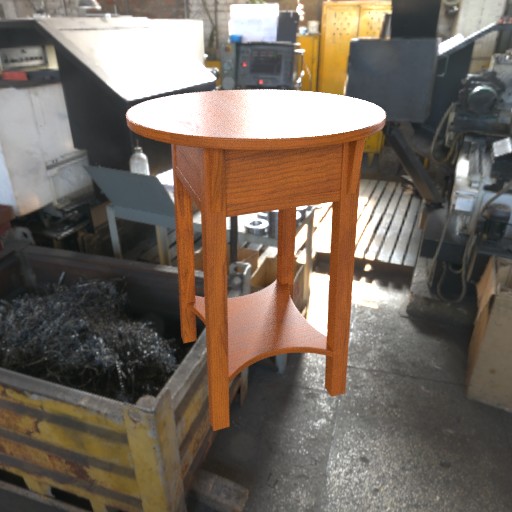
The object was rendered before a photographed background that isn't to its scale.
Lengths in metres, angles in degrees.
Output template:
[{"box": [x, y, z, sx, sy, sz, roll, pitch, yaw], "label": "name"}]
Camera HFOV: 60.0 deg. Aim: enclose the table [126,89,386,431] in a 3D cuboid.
[{"box": [0.000, 0.000, 0.948, 0.457, 0.610, 0.457, 0, 28, 0], "label": "table"}]
